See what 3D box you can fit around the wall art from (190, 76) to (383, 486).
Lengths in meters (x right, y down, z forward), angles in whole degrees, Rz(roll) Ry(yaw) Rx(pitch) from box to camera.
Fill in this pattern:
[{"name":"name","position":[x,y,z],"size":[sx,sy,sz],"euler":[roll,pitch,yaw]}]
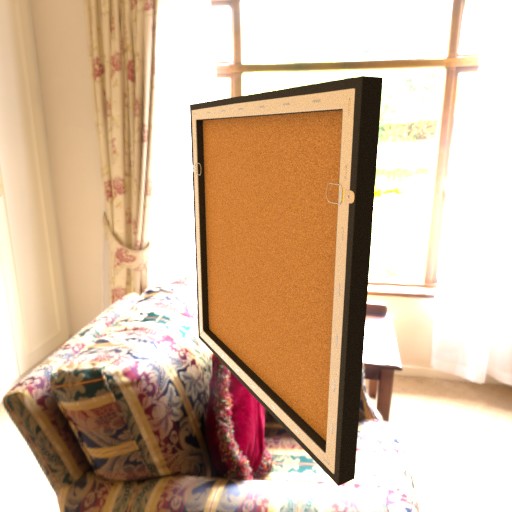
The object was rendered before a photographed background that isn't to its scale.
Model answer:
[{"name":"wall art","position":[0.000,0.000,1.108],"size":[0.044,0.758,0.758],"euler":[-8,17,-27]}]
